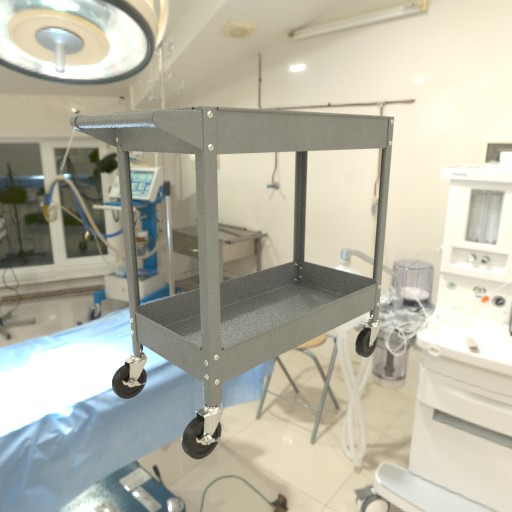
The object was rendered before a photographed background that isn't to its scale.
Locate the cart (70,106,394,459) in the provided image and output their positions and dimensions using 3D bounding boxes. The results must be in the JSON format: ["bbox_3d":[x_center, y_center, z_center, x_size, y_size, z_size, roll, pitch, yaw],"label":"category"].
[{"bbox_3d":[0.000,0.000,1.179,0.779,0.719,0.366,-14,21,-42],"label":"cart"}]
